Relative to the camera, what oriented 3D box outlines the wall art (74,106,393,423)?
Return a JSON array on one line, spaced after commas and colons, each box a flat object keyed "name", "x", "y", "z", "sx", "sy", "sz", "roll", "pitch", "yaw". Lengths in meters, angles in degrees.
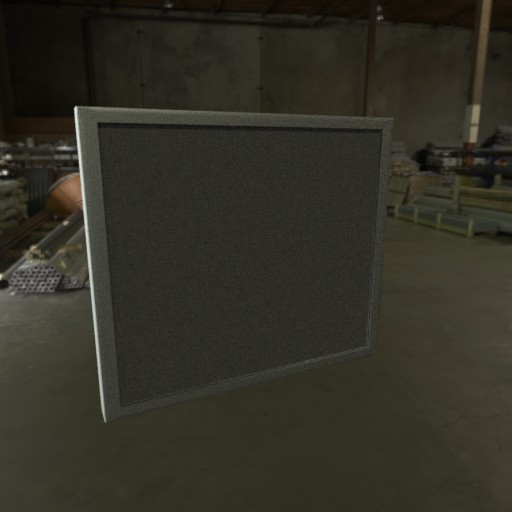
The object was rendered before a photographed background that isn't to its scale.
[{"name": "wall art", "x": 0.000, "y": 0.000, "z": 0.539, "sx": 0.380, "sy": 0.330, "sz": 0.028, "roll": -7, "pitch": 15, "yaw": -25}]
